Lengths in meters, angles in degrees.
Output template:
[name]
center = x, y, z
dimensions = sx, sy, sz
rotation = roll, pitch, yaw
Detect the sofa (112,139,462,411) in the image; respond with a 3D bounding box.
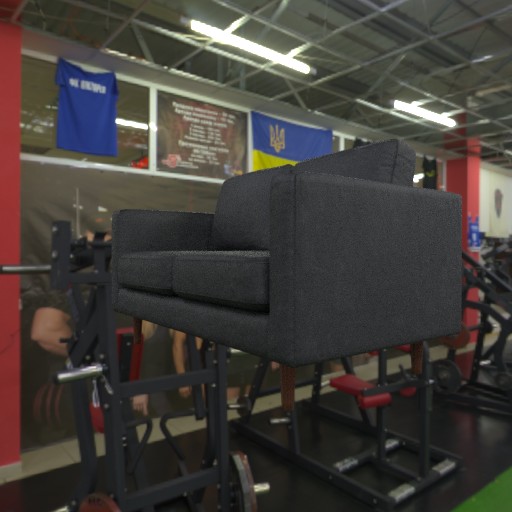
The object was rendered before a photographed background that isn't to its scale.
[sofa]
center = 0.000, 0.000, 1.983
dimensions = 0.879, 0.899, 1.430
rotation = 0, 1, -37
